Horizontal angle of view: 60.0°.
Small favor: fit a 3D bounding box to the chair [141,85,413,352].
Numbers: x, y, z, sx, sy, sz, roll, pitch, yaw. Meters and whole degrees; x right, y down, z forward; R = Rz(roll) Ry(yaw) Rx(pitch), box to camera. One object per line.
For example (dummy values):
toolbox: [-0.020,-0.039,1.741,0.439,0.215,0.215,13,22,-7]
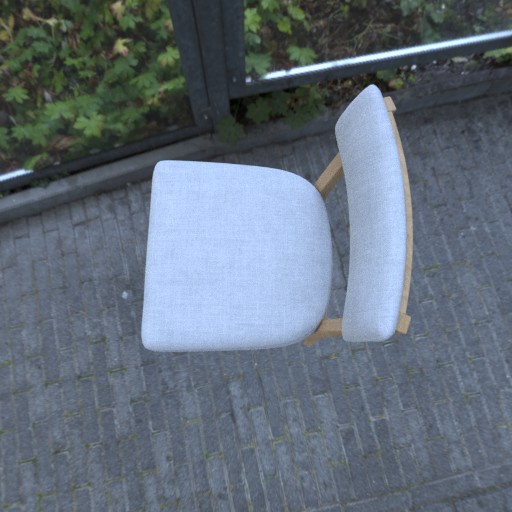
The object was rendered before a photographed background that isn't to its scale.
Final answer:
chair: [0.000,0.000,1.186,0.572,0.832,0.508,1,76,0]
